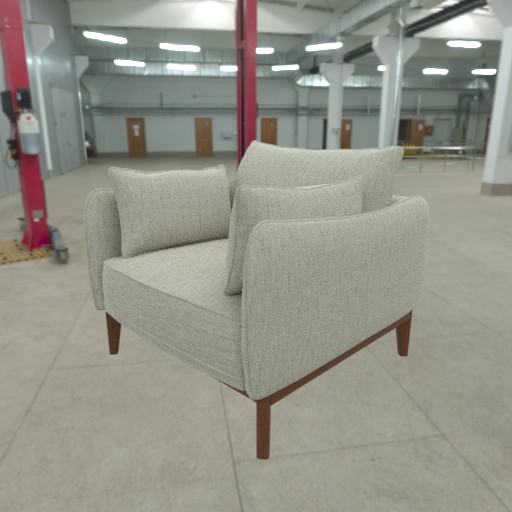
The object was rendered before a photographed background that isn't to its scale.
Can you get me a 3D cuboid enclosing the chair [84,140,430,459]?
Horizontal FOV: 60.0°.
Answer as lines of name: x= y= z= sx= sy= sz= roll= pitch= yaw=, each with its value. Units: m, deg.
chair: x=0.000 y=0.000 z=1.737 sx=0.994 sy=0.855 sz=0.991 roll=15 pitch=22 yaw=43
